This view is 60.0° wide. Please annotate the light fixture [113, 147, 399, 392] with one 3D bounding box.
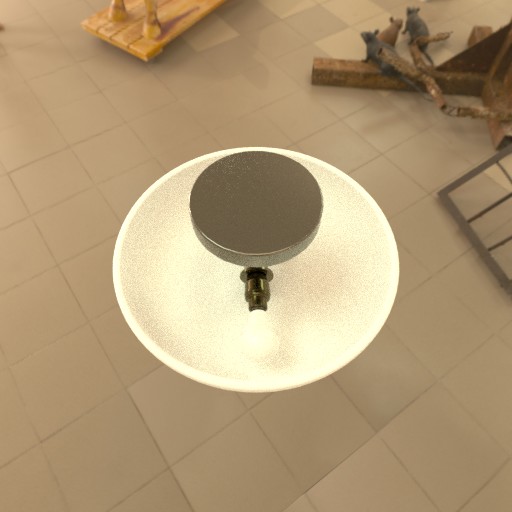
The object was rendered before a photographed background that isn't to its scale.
[{"bbox_3d":[0.000,0.000,0.532,0.330,0.214,0.330,0,58,0],"label":"light fixture"}]
